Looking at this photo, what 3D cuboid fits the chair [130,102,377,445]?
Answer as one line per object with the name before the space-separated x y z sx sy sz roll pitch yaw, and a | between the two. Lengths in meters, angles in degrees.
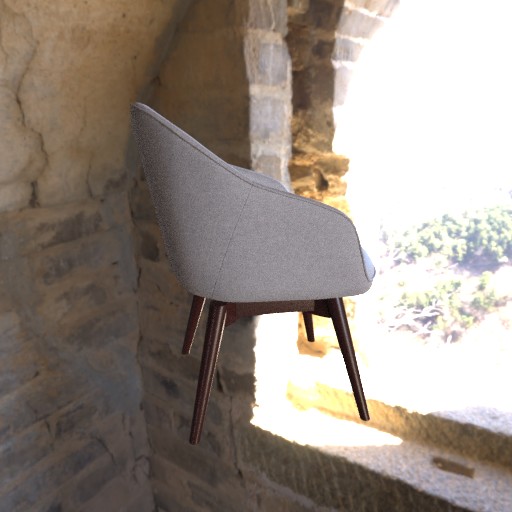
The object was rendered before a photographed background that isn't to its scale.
chair | 0.000 0.000 1.265 0.635 0.823 0.596 -3 17 -11
